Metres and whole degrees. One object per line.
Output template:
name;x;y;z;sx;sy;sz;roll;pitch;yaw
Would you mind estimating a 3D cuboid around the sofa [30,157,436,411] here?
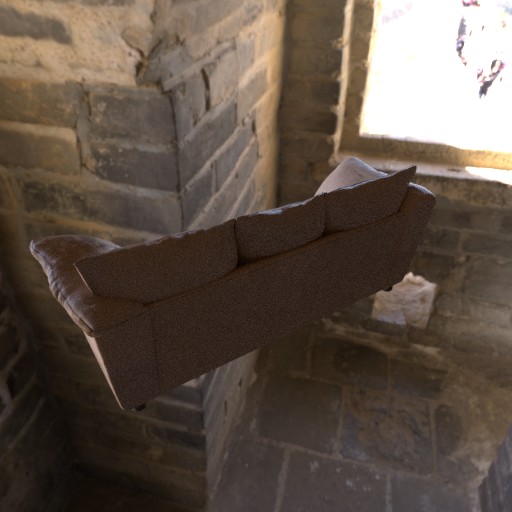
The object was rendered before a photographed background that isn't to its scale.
sofa;0.000;0.000;2.777;2.377;0.981;0.893;-19;37;-28
